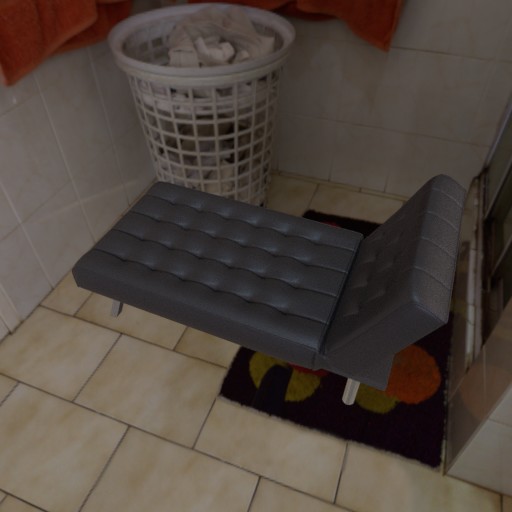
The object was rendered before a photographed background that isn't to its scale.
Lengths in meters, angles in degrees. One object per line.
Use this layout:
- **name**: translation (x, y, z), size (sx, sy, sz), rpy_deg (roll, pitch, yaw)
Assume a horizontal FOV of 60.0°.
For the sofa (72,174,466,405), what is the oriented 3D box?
- **sofa**: translation (0.000, 0.000, 2.035), size (1.560, 0.820, 0.760), rpy_deg (17, 47, 16)
